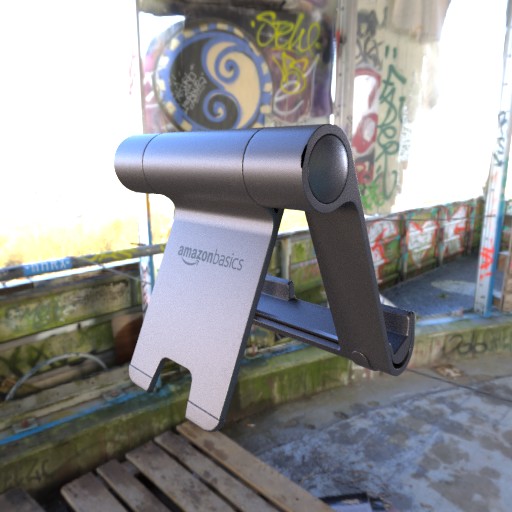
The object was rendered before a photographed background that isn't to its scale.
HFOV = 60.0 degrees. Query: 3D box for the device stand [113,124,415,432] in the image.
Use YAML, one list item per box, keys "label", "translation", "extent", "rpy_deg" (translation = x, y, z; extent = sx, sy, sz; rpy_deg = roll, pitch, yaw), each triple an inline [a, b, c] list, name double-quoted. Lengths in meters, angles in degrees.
- label: "device stand"
  translation: [0.000, 0.000, 0.155]
  extent: [0.088, 0.084, 0.079]
  rpy_deg: [12, 18, 43]
